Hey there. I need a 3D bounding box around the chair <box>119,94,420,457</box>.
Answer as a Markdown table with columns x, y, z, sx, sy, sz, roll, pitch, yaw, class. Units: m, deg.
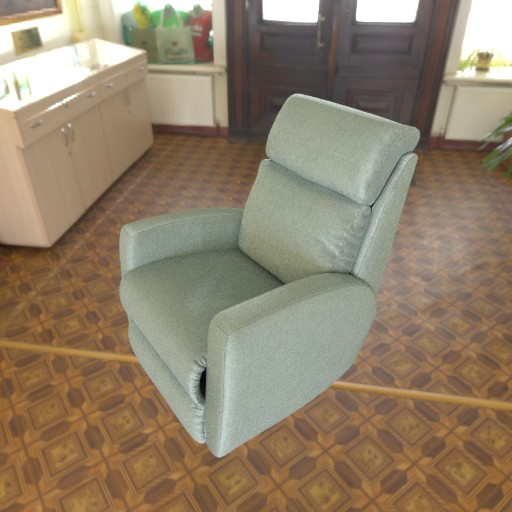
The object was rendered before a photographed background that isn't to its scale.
| x | y | z | sx | sy | sz | roll | pitch | yaw | class |
| --- | --- | --- | --- | --- | --- | --- | --- | --- | --- |
| 0.000 | 0.000 | 1.694 | 0.940 | 1.013 | 0.812 | -22 | 39 | -30 | chair |
